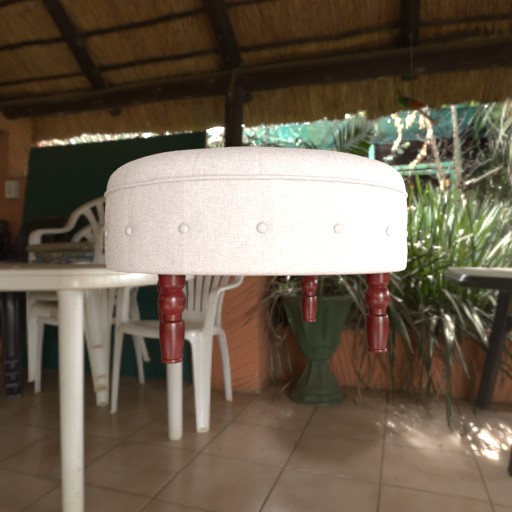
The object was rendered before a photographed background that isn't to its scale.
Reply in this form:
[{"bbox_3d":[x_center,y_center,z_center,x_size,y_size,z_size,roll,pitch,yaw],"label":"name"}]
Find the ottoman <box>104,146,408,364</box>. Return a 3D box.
[{"bbox_3d":[0.000,0.000,1.311,0.849,0.478,0.849,0,0,0],"label":"ottoman"}]
